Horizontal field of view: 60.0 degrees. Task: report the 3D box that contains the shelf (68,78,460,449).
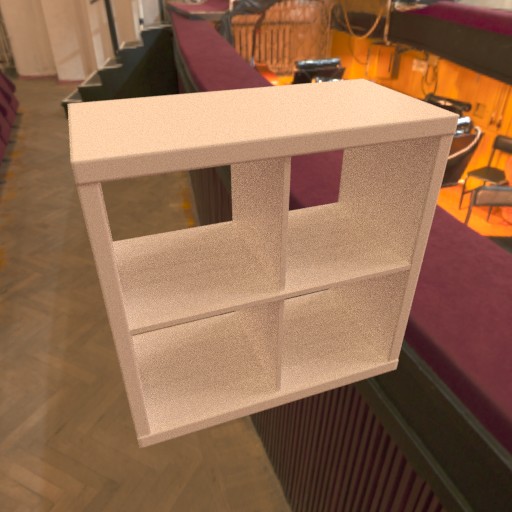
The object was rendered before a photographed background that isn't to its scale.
[{"bbox_3d":[0.000,0.000,1.208,0.790,0.786,0.390,-11,35,-17],"label":"shelf"}]
